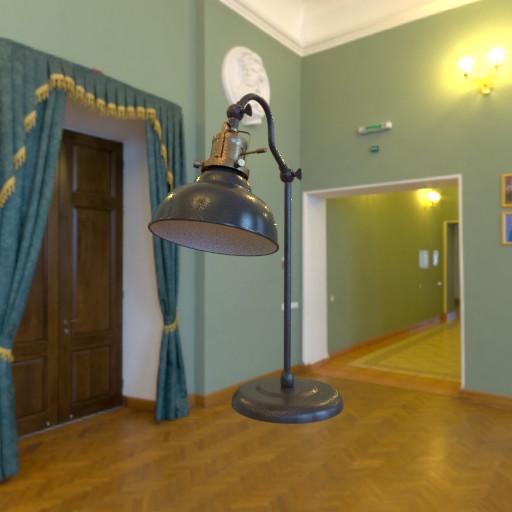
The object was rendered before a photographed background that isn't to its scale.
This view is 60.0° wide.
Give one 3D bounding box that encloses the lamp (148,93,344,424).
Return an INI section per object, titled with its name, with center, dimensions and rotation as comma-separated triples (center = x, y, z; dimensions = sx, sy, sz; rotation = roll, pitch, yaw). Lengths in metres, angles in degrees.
[lamp]
center = 0.000, 0.000, 0.694
dimensions = 0.192, 0.508, 0.374
rotation = 0, -1, 36
